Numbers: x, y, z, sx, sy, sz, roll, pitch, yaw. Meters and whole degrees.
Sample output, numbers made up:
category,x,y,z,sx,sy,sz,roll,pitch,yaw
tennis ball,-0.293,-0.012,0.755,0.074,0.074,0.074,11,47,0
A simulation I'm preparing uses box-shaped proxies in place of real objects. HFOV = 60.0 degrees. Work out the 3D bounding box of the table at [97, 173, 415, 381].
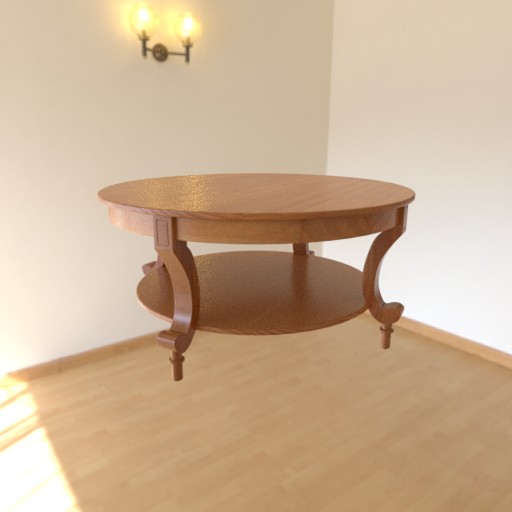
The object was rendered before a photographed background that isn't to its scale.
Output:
category,x,y,z,sx,sy,sz,roll,pitch,yaw
table,0.000,0.000,1.575,1.029,0.490,1.029,0,16,0
